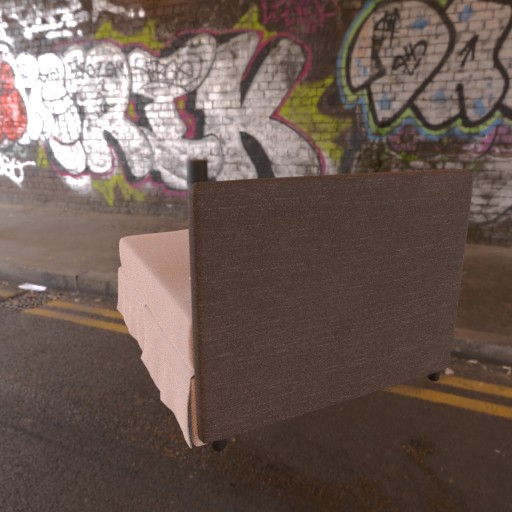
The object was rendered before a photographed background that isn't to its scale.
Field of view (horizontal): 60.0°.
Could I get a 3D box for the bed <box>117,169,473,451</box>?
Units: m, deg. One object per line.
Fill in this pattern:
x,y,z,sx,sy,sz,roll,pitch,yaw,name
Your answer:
0.000,0.000,3.198,1.723,1.330,2.142,-7,17,-25,bed
